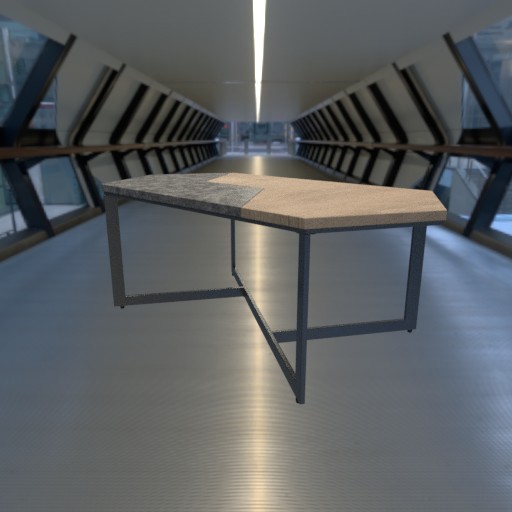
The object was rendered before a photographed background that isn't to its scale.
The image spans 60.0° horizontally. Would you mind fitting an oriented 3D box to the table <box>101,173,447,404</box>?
[{"bbox_3d":[0.000,0.000,1.480,1.219,0.457,0.609,15,21,43],"label":"table"}]
